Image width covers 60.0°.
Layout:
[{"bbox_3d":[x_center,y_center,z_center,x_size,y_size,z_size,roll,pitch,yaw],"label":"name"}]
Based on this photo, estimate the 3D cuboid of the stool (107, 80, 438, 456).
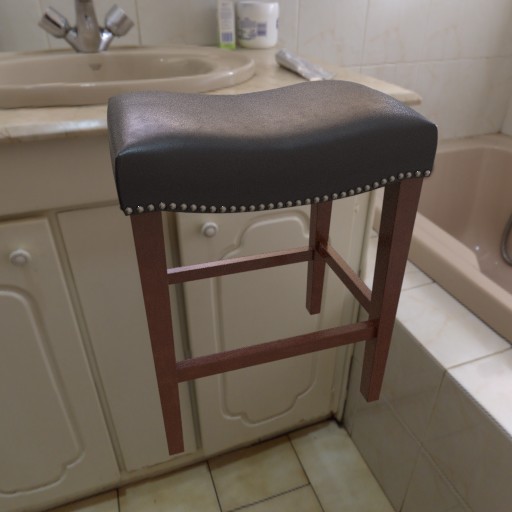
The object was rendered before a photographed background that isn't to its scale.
[{"bbox_3d":[0.000,0.000,0.932,0.504,0.654,0.372,-9,33,-15],"label":"stool"}]
